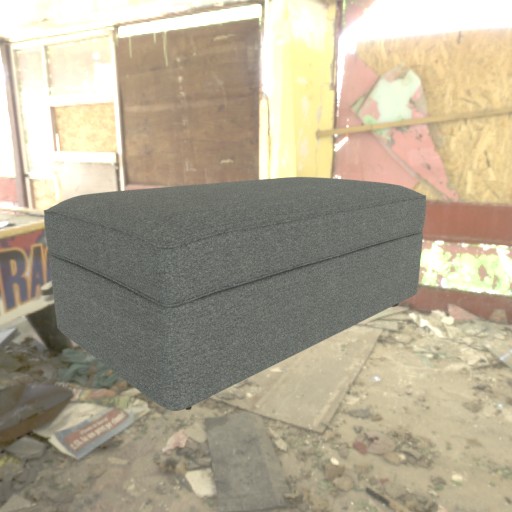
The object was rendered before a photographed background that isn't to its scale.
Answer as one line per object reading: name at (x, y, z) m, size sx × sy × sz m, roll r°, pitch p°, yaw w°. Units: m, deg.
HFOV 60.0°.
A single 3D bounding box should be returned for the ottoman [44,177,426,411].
ottoman at (0.000, 0.000, 1.543) m, size 1.173 × 0.494 × 0.681 m, roll -14°, pitch 20°, yaw -43°
